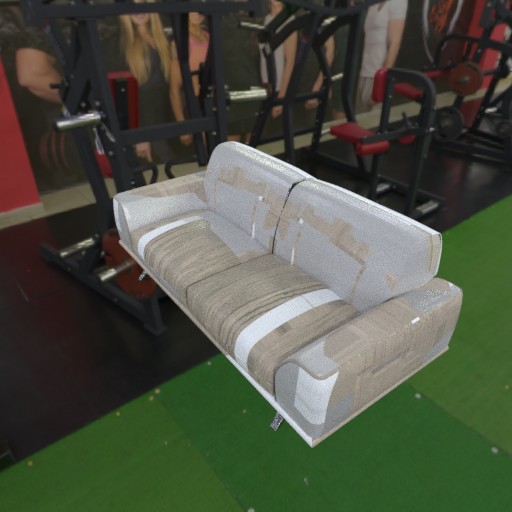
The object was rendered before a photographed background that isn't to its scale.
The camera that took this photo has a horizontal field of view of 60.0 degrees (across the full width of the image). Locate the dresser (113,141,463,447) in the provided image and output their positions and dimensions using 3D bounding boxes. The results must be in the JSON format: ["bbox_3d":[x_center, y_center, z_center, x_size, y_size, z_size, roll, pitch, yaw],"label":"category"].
[{"bbox_3d":[0.000,0.000,5.938,2.251,1.863,4.679,-22,38,-30],"label":"dresser"}]
